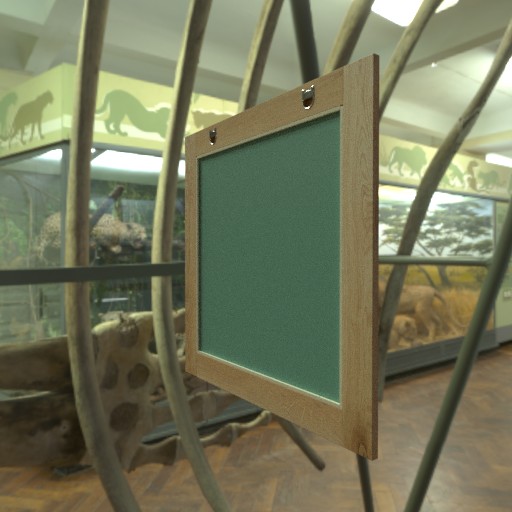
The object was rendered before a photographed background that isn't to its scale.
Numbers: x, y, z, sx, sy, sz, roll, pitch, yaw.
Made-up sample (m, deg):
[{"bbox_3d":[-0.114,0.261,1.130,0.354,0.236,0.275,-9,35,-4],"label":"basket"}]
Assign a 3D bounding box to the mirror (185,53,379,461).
[{"bbox_3d":[0.000,0.000,1.197,0.020,0.800,0.800,-1,1,-36],"label":"mirror"}]
